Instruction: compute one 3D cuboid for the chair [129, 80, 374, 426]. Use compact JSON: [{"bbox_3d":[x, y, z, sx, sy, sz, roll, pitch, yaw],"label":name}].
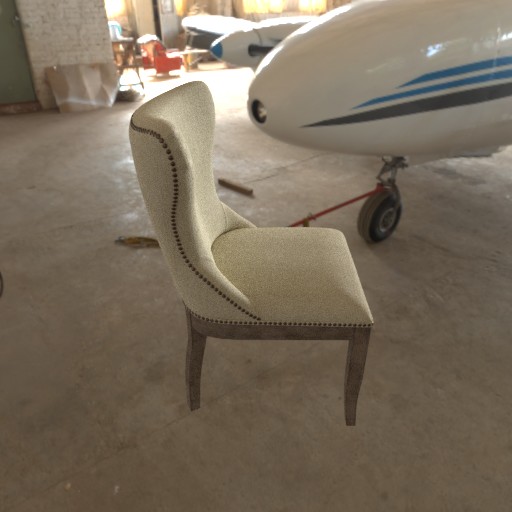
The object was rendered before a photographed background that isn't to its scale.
[{"bbox_3d":[0.000,0.000,1.461,0.681,1.002,0.654,0,31,1],"label":"chair"}]
